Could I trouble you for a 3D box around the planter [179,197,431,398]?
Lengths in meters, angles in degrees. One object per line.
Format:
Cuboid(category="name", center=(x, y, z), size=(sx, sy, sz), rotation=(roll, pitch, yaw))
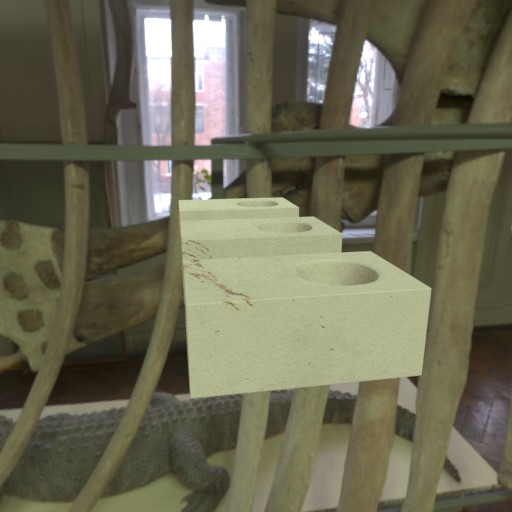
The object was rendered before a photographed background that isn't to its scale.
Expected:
Cuboid(category="planter", center=(0.000, 0.000, 0.385), size=(0.127, 0.051, 0.333), rotation=(-3, 16, -10))
